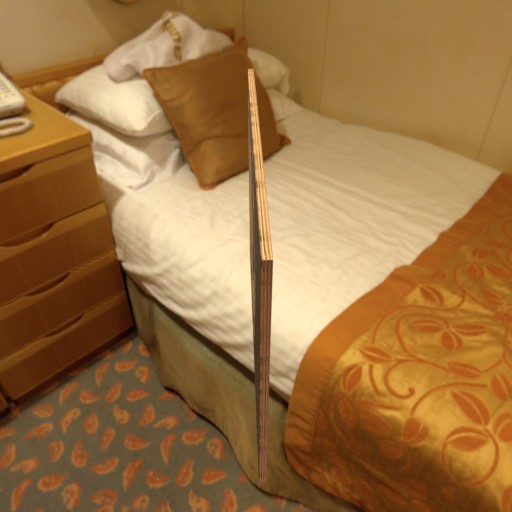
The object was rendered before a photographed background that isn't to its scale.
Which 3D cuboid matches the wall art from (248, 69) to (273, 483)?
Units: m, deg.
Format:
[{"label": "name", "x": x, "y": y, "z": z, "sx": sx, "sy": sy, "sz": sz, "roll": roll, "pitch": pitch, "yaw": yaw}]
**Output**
[{"label": "wall art", "x": 0.000, "y": 0.000, "z": 0.688, "sx": 0.010, "sy": 0.408, "sz": 0.508, "roll": -1, "pitch": 39, "yaw": -2}]
